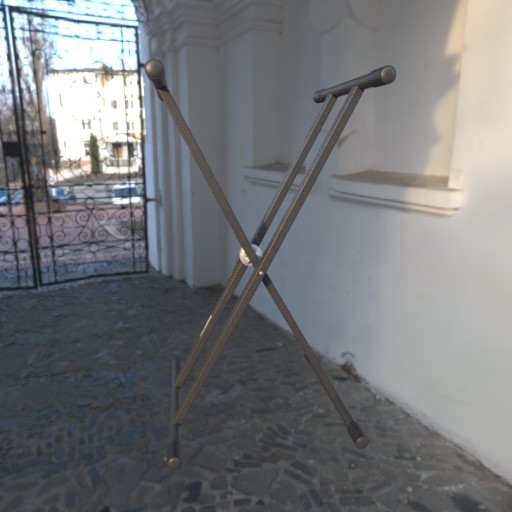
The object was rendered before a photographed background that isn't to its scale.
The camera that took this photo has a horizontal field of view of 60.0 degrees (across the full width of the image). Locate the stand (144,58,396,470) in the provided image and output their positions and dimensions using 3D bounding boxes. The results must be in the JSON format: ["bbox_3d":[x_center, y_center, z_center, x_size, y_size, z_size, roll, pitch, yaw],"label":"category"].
[{"bbox_3d":[0.000,0.000,1.202,0.503,0.900,0.495,-2,15,-9],"label":"stand"}]
